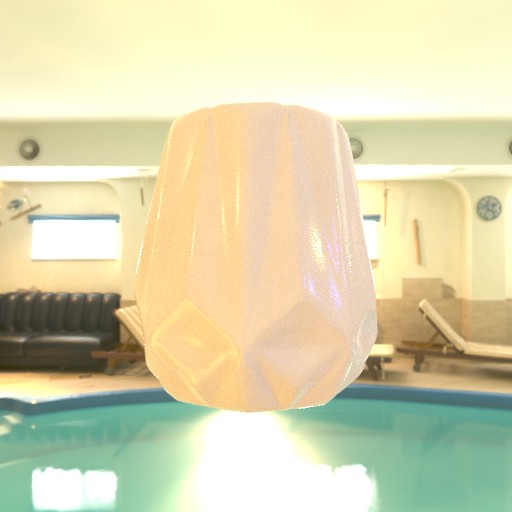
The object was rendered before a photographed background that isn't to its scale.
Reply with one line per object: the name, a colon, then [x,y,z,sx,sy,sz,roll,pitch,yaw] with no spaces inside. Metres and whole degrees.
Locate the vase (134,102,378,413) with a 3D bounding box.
vase: [0.000,0.000,0.265,0.141,0.152,0.141,0,0,0]
